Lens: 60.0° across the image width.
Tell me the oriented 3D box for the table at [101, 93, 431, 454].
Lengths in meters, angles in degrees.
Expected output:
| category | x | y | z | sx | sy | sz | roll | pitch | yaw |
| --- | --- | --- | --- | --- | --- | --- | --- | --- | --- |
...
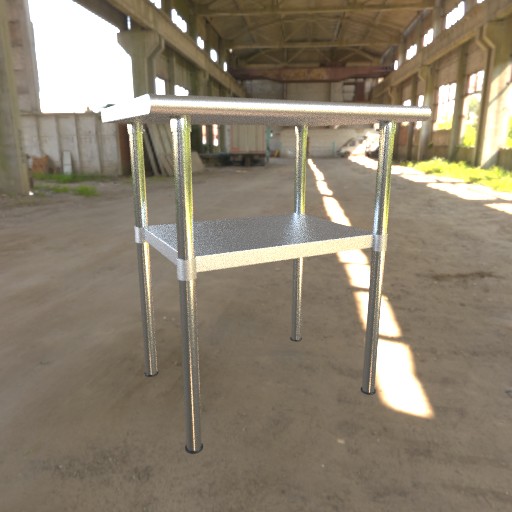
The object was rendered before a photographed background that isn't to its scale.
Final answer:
| category | x | y | z | sx | sy | sz | roll | pitch | yaw |
| --- | --- | --- | --- | --- | --- | --- | --- | --- | --- |
| table | 0.000 | 0.000 | 1.381 | 0.762 | 0.876 | 0.584 | -8 | 17 | -27 |
